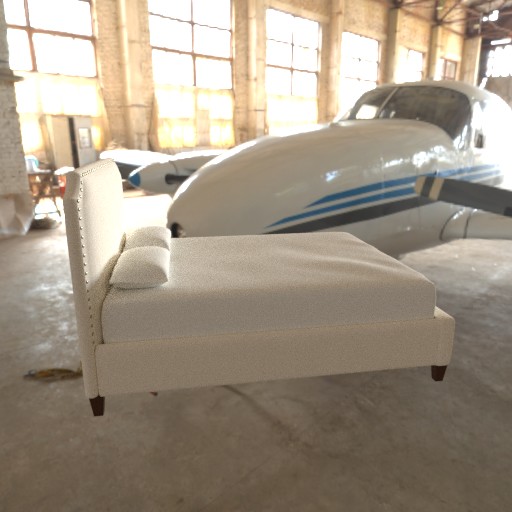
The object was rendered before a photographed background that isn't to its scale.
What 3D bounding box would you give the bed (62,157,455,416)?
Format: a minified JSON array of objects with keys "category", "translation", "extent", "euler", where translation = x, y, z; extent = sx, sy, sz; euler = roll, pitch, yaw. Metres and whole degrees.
[{"category":"bed","translation":[0.000,0.000,3.414],"extent":[2.365,1.443,1.712],"euler":[-3,16,-10]}]
